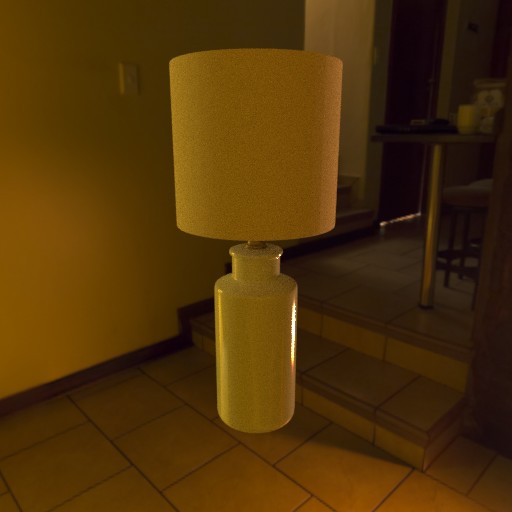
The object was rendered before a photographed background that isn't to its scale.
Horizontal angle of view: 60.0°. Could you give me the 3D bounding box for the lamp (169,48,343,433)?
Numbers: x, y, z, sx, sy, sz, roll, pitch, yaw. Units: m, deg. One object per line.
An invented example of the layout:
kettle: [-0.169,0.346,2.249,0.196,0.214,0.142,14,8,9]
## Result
lamp: [0.000,0.000,0.615,0.212,0.493,0.212,7,17,25]
